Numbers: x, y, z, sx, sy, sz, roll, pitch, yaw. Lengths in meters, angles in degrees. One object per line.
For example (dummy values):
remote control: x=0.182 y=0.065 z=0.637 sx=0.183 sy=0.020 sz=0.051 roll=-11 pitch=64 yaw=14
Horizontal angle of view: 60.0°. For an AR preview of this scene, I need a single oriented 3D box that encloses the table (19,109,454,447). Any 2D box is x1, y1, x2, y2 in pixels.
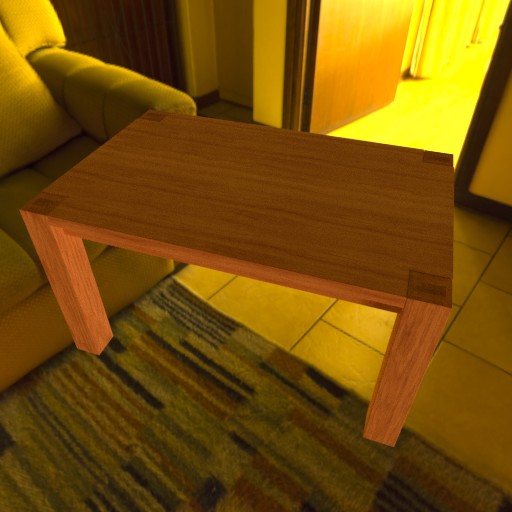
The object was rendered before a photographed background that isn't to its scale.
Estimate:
table: x=0.000 y=0.000 z=1.903 sx=1.400 sy=0.760 sz=0.900 roll=13 pitch=42 yaw=14
